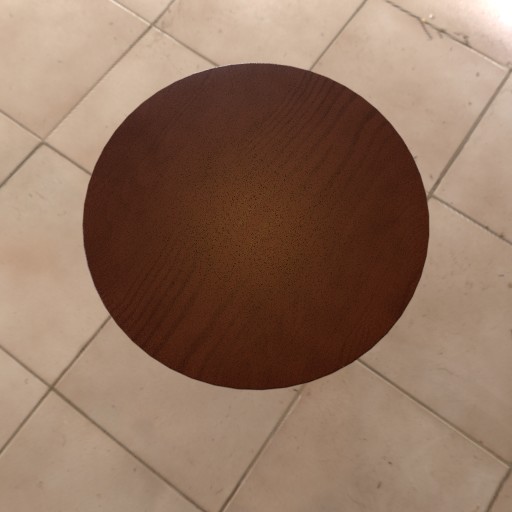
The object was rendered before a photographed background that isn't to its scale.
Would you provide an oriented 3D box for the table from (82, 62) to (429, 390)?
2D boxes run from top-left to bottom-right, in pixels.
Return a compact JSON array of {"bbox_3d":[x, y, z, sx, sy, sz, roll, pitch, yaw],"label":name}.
[{"bbox_3d":[0.000,0.000,1.058,0.597,0.612,0.597,0,75,0],"label":"table"}]
